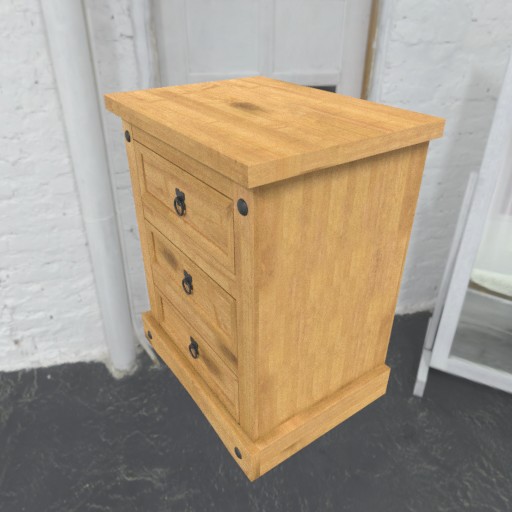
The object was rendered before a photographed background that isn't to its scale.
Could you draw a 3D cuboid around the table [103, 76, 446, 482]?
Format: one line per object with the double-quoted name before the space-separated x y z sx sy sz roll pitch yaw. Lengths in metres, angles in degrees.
"table" 0.000 0.000 1.235 0.500 0.813 0.660 -20 36 -30
